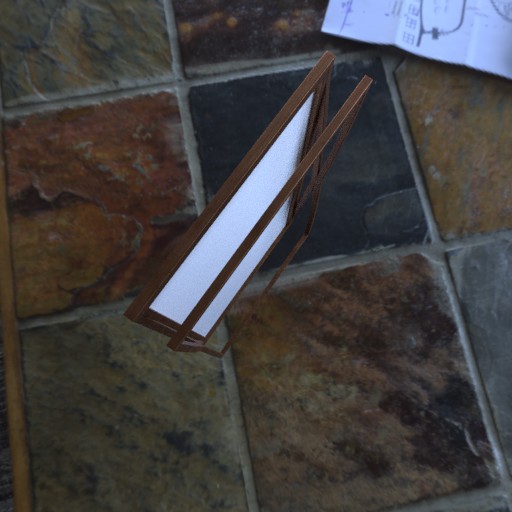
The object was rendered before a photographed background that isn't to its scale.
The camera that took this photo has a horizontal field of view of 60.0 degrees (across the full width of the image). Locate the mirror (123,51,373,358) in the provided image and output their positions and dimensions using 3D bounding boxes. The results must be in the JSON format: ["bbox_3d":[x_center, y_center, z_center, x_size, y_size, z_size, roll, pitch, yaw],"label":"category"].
[{"bbox_3d":[0.000,0.000,0.964,0.082,0.768,0.468,34,79,8],"label":"mirror"}]
